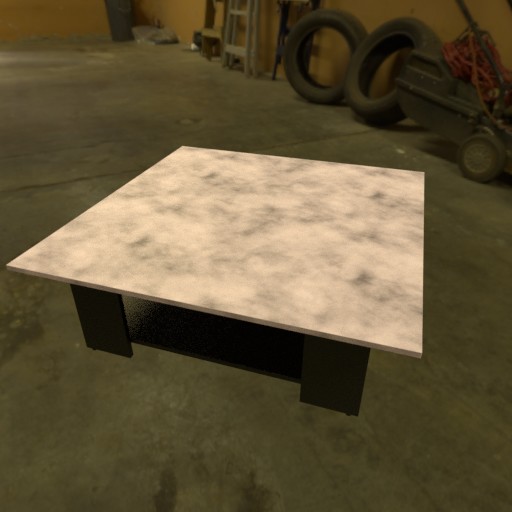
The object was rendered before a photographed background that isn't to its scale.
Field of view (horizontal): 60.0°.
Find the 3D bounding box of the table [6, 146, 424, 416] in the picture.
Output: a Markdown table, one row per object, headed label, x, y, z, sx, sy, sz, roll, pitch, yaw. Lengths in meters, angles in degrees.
| label | x | y | z | sx | sy | sz | roll | pitch | yaw |
| --- | --- | --- | --- | --- | --- | --- | --- | --- | --- |
| table | 0.000 | 0.000 | 1.316 | 0.890 | 0.305 | 0.890 | 10 | 33 | 15 |
